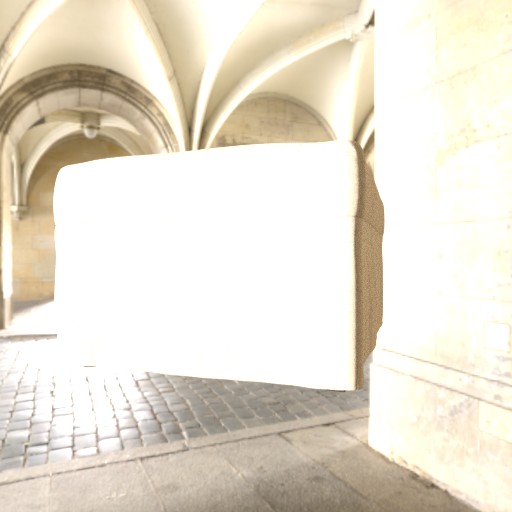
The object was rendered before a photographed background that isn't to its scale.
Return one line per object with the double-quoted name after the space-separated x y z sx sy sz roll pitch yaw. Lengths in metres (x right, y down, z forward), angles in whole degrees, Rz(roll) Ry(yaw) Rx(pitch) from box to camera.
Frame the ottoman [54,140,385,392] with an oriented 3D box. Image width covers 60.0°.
0.000 0.000 1.219 0.650 0.485 0.833 0 0 18 "ottoman"
